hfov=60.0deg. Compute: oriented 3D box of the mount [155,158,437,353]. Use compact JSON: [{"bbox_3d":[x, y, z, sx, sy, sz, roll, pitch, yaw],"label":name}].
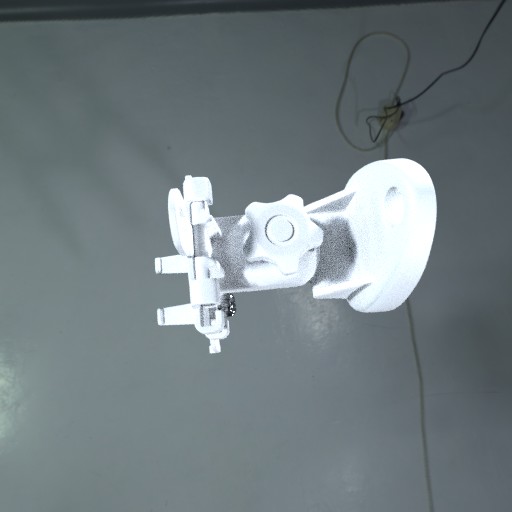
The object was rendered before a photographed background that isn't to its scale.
[{"bbox_3d":[0.000,0.000,0.174,0.100,0.118,0.066,-6,76,-1],"label":"mount"}]
